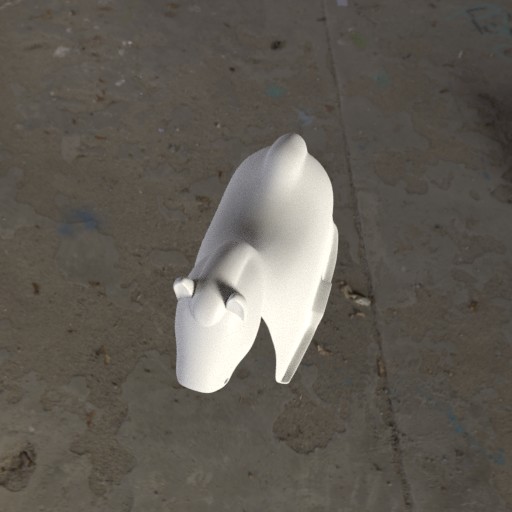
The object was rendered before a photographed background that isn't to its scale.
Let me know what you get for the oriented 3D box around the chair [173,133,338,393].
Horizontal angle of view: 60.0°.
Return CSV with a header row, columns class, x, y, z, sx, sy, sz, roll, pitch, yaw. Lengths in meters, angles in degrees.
class,x,y,z,sx,sy,sz,roll,pitch,yaw
chair,0.000,0.000,1.177,0.429,0.612,0.800,16,60,10
